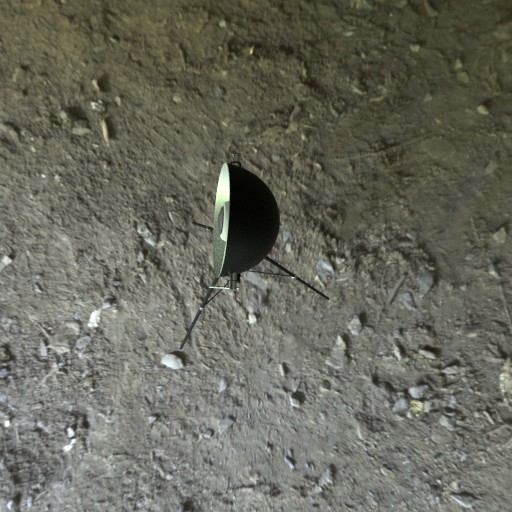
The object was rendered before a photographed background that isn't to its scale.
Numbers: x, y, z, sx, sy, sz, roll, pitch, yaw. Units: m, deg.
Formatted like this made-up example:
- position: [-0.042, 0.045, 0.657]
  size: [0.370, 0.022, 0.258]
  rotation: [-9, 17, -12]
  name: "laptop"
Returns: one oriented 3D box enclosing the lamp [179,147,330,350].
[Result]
- position: [0.000, 0.000, 2.057]
  size: [0.920, 1.512, 0.817]
  rotation: [1, 76, 0]
  name: "lamp"
